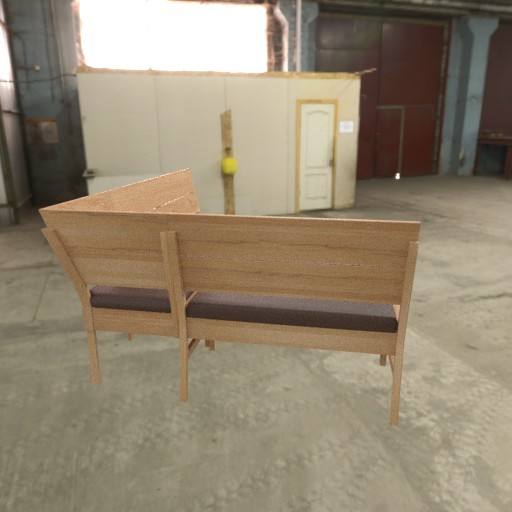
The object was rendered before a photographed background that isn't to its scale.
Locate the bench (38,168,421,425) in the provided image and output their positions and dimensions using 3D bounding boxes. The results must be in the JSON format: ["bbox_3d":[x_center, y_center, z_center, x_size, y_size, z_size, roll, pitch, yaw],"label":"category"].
[{"bbox_3d":[0.000,0.000,2.782,1.549,0.890,1.975,3,16,9],"label":"bench"}]
